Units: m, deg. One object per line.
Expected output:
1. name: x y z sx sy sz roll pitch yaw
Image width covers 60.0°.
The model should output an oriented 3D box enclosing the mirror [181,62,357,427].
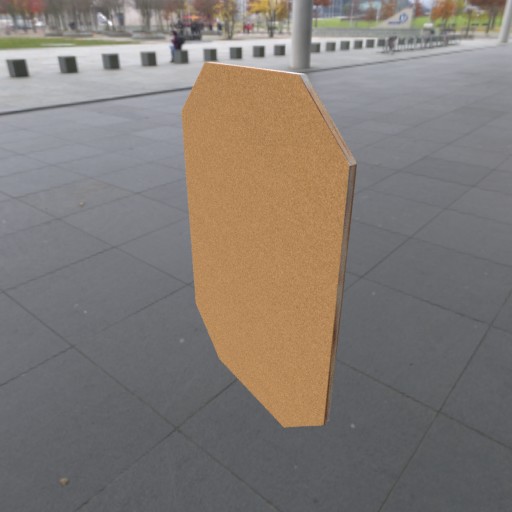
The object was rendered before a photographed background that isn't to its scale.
1. mirror: 0.000 0.000 1.288 0.061 1.015 0.709 -18 33 -31
